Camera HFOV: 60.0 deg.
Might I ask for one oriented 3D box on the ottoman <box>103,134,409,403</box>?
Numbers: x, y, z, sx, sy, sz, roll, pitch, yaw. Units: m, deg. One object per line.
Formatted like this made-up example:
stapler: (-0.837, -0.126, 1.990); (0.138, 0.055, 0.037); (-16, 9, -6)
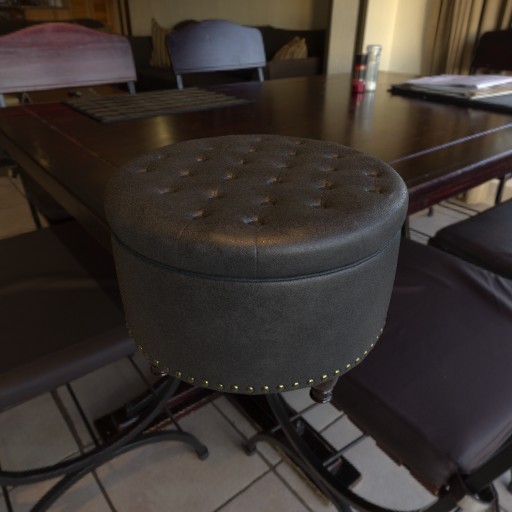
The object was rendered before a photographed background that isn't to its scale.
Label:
ottoman: (0.000, 0.000, 1.055); (0.637, 0.442, 0.637); (0, 30, 0)
